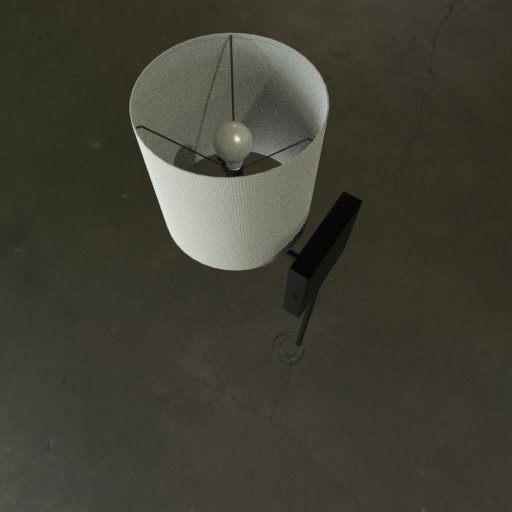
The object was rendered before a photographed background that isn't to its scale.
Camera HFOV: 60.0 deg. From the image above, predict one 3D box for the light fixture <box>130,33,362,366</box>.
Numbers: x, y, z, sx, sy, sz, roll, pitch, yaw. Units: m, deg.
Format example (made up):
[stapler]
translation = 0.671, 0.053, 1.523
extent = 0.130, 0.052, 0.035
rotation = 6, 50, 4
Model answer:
[light fixture]
translation = 0.000, 0.000, 0.674
extent = 0.248, 0.589, 0.188
rotation = 31, 67, 15
